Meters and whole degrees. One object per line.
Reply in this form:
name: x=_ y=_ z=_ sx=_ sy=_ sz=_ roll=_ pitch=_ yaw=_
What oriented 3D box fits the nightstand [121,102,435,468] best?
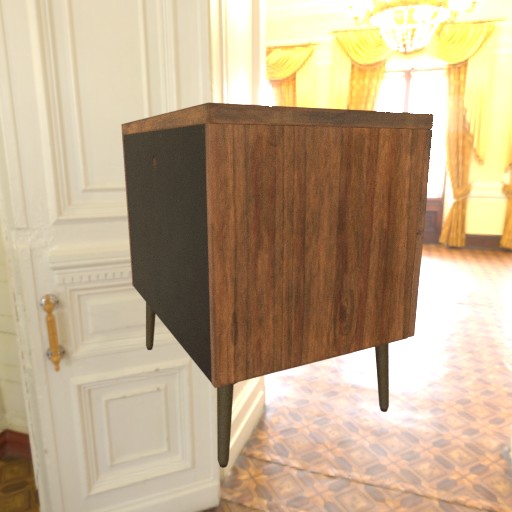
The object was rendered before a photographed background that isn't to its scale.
nightstand: x=0.000 y=0.000 z=1.037 sx=0.458 sy=0.610 sz=0.610 roll=-7 pitch=15 yaw=-26
